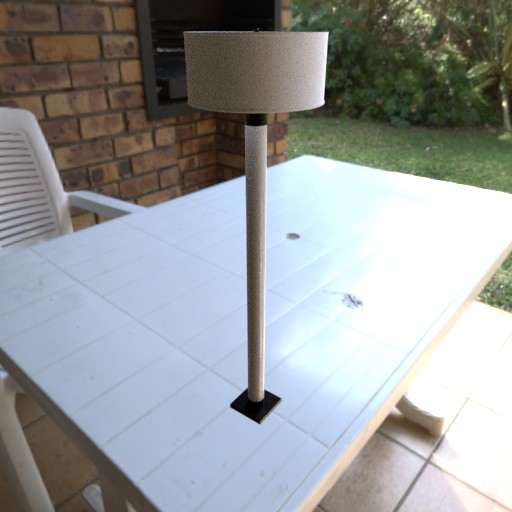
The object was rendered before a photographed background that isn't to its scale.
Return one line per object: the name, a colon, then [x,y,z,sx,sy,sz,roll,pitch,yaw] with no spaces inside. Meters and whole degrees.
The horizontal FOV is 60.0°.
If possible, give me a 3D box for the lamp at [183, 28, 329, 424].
lamp: [0.000,0.000,1.616,0.420,1.475,0.420,18,32,32]
